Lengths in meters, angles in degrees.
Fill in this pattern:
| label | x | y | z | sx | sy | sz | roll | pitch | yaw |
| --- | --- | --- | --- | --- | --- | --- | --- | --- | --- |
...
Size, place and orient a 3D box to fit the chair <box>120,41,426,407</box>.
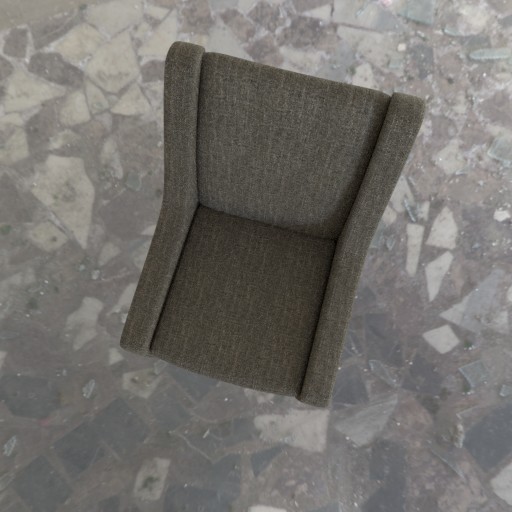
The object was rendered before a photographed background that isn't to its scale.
| label | x | y | z | sx | sy | sz | roll | pitch | yaw |
| --- | --- | --- | --- | --- | --- | --- | --- | --- | --- |
| chair | 0.000 | 0.000 | 1.670 | 0.793 | 1.012 | 0.944 | 15 | 75 | 4 |
